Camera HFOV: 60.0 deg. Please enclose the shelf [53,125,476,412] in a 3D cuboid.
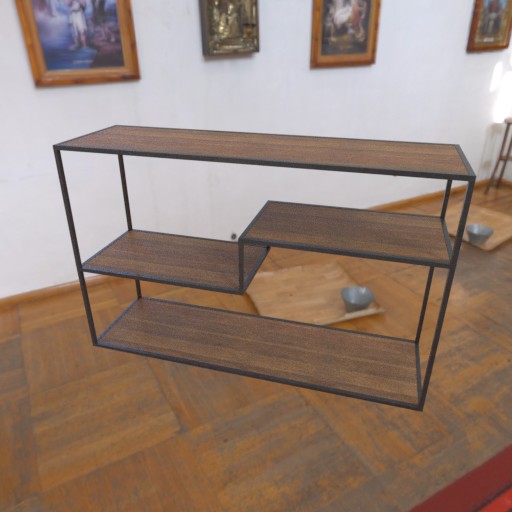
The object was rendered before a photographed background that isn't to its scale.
[{"bbox_3d":[0.000,0.000,1.534,1.201,0.765,0.361,7,28,14],"label":"shelf"}]
